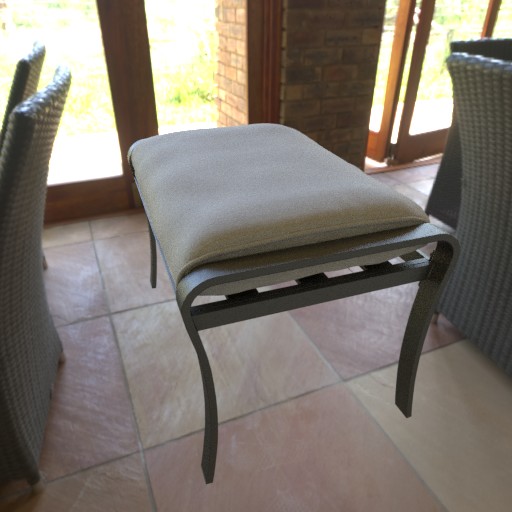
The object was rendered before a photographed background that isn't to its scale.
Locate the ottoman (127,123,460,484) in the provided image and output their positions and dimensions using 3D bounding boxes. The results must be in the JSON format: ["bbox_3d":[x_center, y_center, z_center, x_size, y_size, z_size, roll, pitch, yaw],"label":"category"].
[{"bbox_3d":[0.000,0.000,0.894,0.406,0.422,0.610,-10,32,-17],"label":"ottoman"}]
